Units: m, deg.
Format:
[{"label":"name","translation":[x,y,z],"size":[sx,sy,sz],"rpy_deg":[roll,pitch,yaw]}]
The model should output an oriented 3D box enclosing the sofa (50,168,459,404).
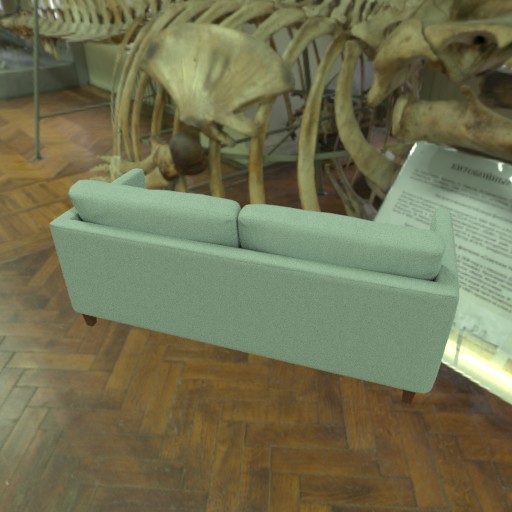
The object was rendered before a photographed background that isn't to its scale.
[{"label":"sofa","translation":[0.000,0.000,2.740],"size":[2.208,0.965,0.951],"rpy_deg":[10,34,15]}]
